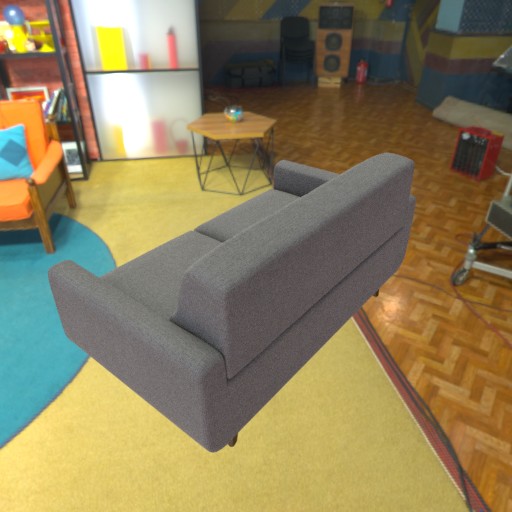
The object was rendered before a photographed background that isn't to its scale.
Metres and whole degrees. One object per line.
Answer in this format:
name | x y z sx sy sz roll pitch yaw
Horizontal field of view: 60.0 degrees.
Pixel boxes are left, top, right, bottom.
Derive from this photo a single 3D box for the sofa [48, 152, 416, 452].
sofa | 0.000 0.000 2.160 0.909 0.841 1.631 24 39 32
